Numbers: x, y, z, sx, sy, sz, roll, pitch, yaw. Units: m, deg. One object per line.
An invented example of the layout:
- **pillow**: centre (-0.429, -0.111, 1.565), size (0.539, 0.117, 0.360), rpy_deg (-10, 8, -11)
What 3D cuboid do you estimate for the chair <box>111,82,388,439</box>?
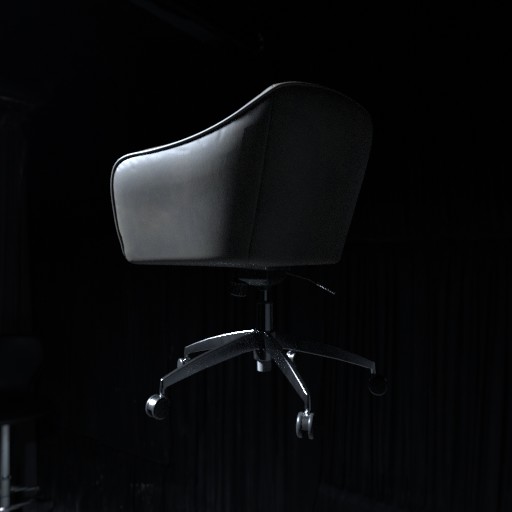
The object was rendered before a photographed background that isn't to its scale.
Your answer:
- **chair**: centre (0.000, 0.000, 1.357), size (0.689, 0.827, 0.713), rpy_deg (0, 0, 36)
